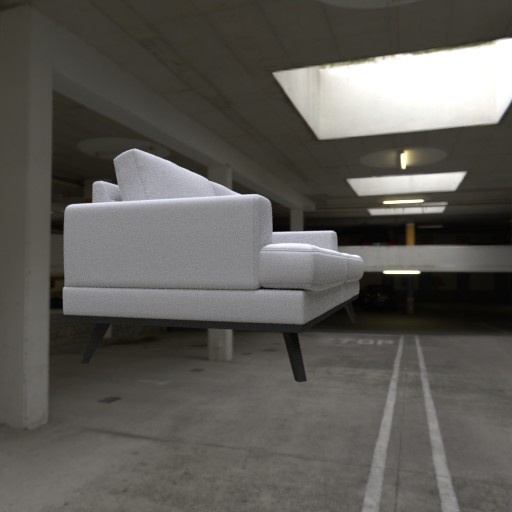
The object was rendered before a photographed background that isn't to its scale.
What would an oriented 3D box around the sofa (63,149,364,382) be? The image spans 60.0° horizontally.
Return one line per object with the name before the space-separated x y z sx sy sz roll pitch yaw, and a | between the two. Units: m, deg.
sofa | 0.000 0.000 2.218 0.920 0.810 1.650 0 -2 19
